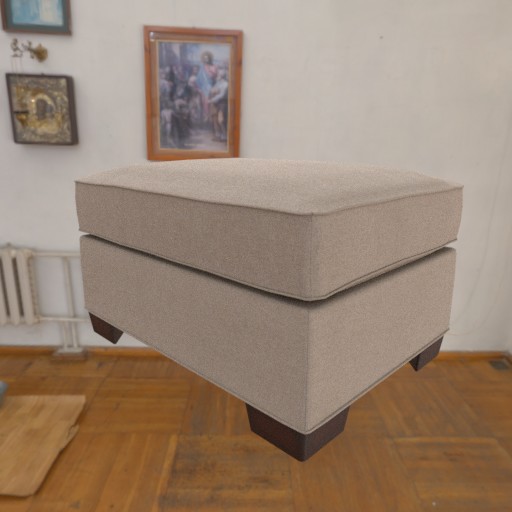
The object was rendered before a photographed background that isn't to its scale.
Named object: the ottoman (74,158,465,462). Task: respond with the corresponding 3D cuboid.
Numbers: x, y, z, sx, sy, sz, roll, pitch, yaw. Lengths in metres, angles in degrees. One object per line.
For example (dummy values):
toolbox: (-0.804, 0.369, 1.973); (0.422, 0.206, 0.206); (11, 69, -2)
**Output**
ottoman: (0.000, 0.000, 1.193); (0.846, 0.503, 0.617); (14, 20, 43)
